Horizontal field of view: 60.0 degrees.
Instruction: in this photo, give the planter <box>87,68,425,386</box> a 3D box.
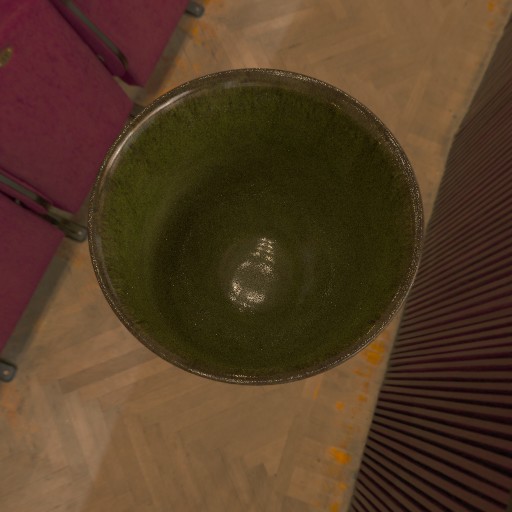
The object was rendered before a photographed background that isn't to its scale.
[{"bbox_3d":[0.000,0.000,0.479,0.266,0.270,0.266,0,74,0],"label":"planter"}]
